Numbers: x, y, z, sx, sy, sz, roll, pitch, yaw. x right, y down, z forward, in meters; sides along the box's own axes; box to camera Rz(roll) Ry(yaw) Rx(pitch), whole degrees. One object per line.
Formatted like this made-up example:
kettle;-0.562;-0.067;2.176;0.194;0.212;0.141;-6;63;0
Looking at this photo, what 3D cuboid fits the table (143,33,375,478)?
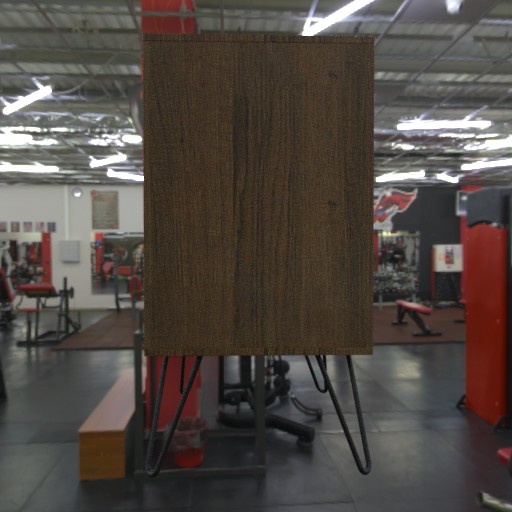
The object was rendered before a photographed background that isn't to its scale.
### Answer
table;0.000;0.000;1.124;0.457;0.866;0.526;0;1;-1
